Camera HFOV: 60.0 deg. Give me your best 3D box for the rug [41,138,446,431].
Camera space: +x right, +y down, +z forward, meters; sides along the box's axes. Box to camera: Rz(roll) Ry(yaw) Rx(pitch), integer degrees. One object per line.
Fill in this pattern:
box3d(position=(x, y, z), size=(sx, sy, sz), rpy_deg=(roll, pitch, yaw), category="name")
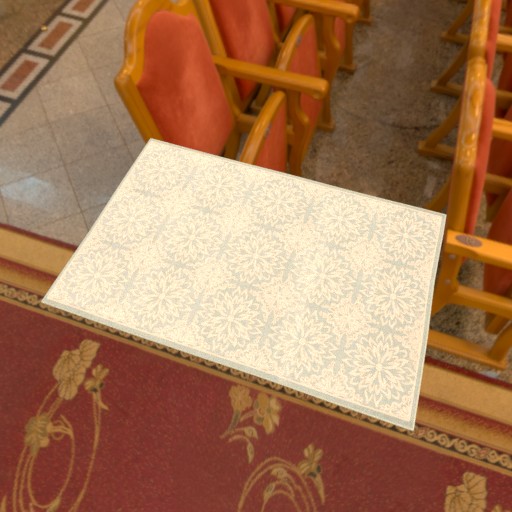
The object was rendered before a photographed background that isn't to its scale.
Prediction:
box3d(position=(0.000, 0.000, 2.344), size=(1.840, 0.012, 1.219), rpy_deg=(16, 60, 10), category="rug")
